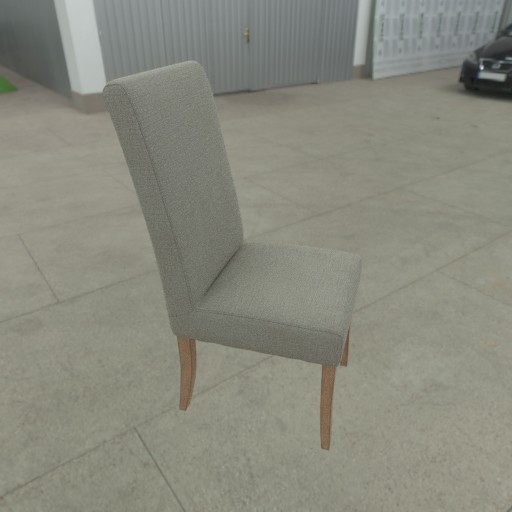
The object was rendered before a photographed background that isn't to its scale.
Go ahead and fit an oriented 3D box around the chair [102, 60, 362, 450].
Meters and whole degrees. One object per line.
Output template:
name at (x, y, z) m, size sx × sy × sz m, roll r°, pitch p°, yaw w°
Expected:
chair at (0.000, 0.000, 1.344) m, size 0.611 × 1.033 × 0.450 m, roll 9°, pitch 31°, yaw 16°
